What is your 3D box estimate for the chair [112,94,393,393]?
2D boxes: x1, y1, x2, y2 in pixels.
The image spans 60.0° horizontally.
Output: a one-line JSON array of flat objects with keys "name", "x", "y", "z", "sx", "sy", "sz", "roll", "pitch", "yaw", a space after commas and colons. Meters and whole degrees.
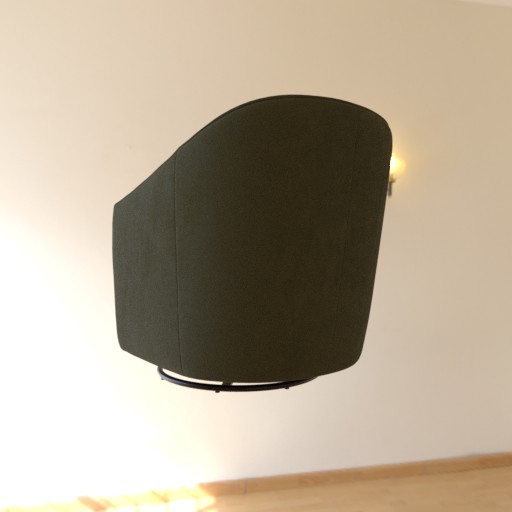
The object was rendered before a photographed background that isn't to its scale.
[{"name": "chair", "x": 0.000, "y": 0.000, "z": 1.493, "sx": 0.747, "sy": 0.799, "sz": 0.875, "roll": 0, "pitch": -1, "yaw": -37}]
